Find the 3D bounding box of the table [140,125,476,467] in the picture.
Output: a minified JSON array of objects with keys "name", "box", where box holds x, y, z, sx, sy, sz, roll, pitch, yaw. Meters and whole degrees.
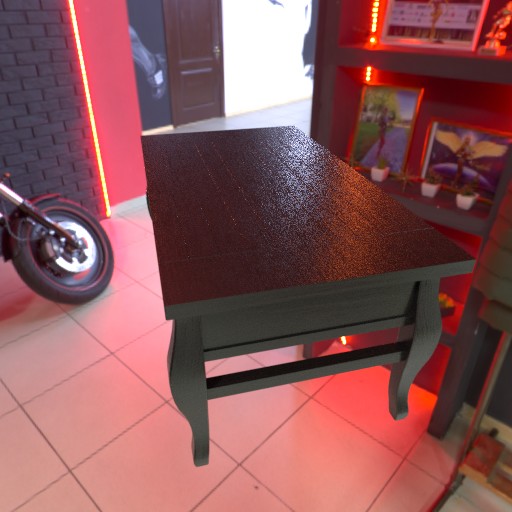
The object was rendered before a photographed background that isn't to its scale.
[{"name":"table","box":[0.000,0.000,1.341,0.600,0.494,1.062,-7,31,-13]}]
